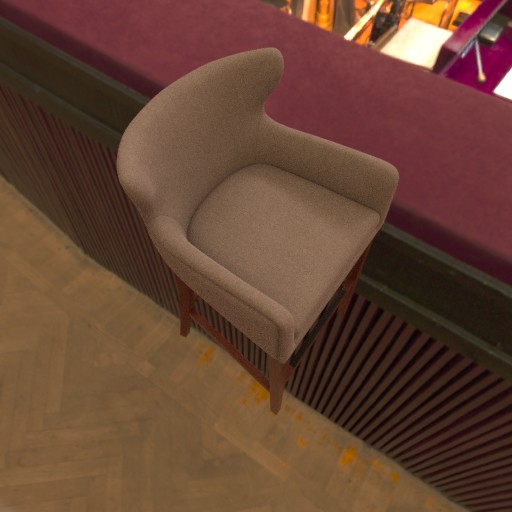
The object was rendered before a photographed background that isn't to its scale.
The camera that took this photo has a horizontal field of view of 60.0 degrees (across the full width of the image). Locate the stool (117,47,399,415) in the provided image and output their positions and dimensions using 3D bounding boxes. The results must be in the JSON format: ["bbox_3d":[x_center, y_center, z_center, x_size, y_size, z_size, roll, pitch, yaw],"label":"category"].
[{"bbox_3d":[0.000,0.000,1.417,0.575,1.047,0.575,31,63,18],"label":"stool"}]
